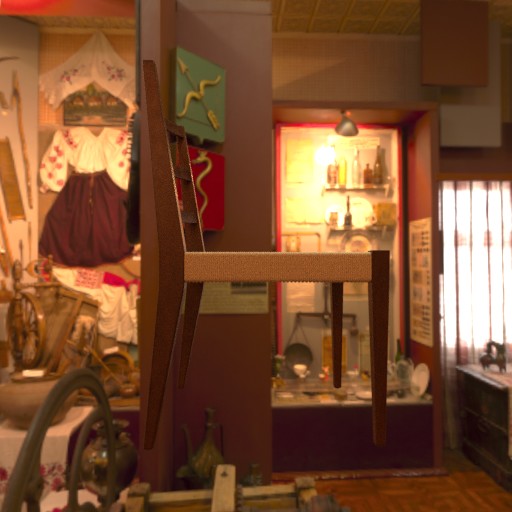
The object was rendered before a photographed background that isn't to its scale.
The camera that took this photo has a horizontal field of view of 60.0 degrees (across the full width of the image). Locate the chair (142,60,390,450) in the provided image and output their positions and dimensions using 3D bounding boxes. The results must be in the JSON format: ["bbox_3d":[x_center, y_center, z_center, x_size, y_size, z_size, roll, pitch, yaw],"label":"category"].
[{"bbox_3d":[0.000,0.000,1.158,0.551,0.813,0.480,0,-1,-1],"label":"chair"}]
